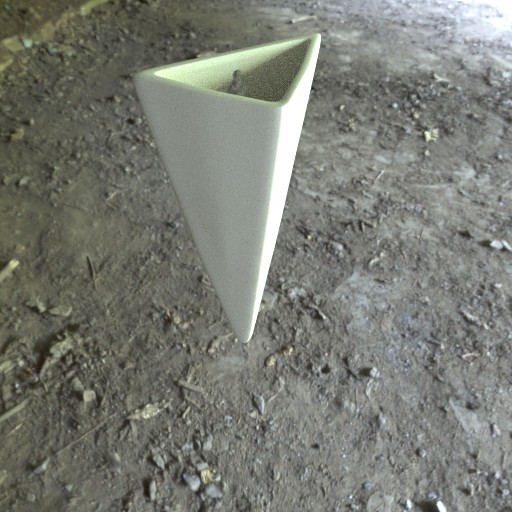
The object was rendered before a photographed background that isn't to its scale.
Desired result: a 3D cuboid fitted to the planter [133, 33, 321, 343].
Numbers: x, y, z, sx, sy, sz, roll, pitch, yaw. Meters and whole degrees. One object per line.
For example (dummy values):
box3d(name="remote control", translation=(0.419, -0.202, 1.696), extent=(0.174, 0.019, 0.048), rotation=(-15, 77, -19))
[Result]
box3d(name="planter", translation=(0.000, 0.000, 0.399), extent=(0.143, 0.338, 0.065), rotation=(-23, 49, -21))
